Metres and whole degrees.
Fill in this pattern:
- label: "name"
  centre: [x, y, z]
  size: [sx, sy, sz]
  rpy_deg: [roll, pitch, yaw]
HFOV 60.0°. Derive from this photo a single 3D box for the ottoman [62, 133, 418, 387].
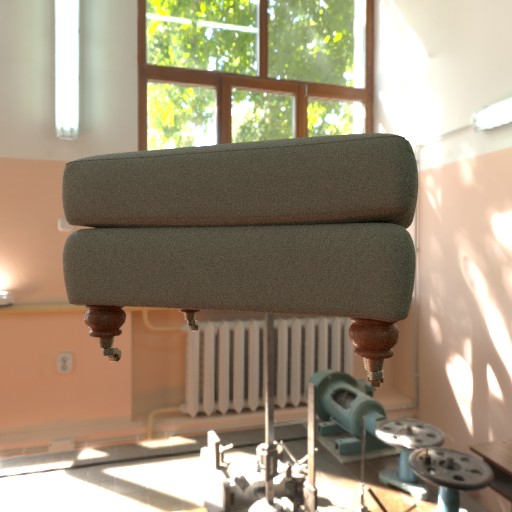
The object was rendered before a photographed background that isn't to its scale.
- label: "ottoman"
  centre: [0.000, 0.000, 1.132]
  size: [0.773, 0.504, 0.569]
  rpy_deg: [0, 1, 19]
